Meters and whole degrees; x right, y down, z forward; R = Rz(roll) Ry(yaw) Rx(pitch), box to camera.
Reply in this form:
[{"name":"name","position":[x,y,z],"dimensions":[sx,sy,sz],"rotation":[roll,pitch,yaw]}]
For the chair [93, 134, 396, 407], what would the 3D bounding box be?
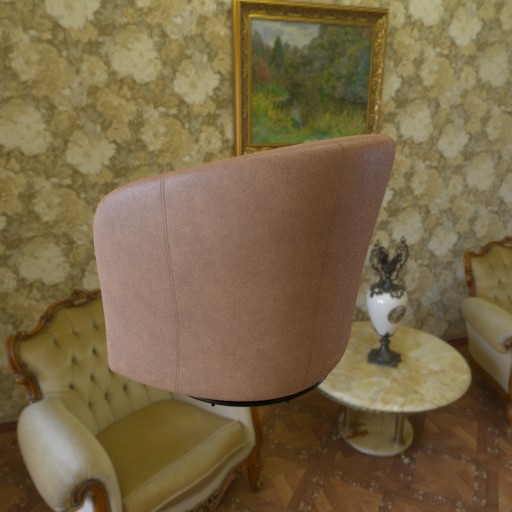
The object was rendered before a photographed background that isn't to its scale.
[{"name":"chair","position":[0.000,0.000,1.450],"dimensions":[0.815,0.771,0.791],"rotation":[8,18,25]}]
